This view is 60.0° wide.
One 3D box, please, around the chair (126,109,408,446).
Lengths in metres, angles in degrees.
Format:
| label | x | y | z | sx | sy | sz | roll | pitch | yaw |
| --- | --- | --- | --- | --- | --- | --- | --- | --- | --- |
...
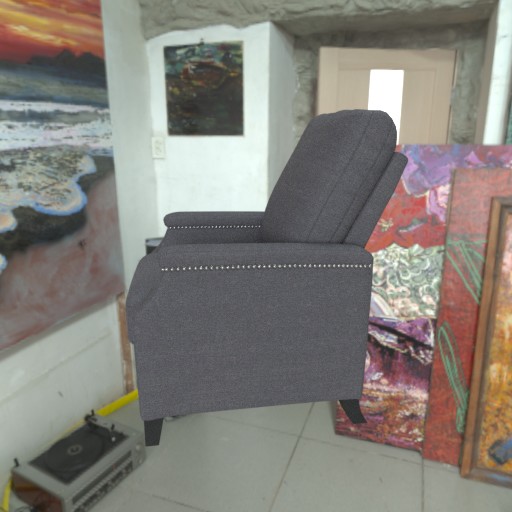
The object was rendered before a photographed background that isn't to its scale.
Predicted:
| label | x | y | z | sx | sy | sz | roll | pitch | yaw |
| --- | --- | --- | --- | --- | --- | --- | --- | --- | --- |
| chair | 0.000 | 0.000 | 1.675 | 0.922 | 1.049 | 0.710 | -2 | 15 | -9 |
